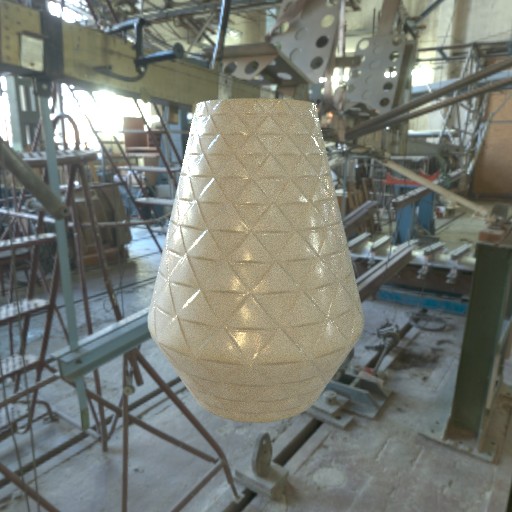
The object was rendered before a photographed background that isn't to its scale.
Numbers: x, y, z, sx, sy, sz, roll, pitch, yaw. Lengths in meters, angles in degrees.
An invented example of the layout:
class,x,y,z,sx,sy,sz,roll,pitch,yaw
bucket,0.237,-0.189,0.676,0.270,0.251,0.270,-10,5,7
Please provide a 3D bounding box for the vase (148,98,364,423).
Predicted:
class,x,y,z,sx,sy,sz,roll,pitch,yaw
vase,0.000,0.000,0.355,0.175,0.230,0.175,0,14,0
